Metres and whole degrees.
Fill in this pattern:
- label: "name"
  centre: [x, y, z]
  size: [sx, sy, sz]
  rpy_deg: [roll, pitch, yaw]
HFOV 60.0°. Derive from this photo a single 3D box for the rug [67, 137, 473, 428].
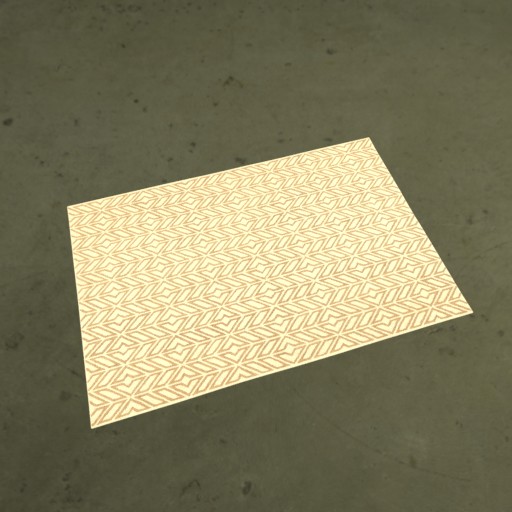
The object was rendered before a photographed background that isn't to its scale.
- label: "rug"
  centre: [0.000, 0.000, 2.307]
  size: [1.828, 0.007, 1.220]
  rpy_deg: [-15, 61, -8]
